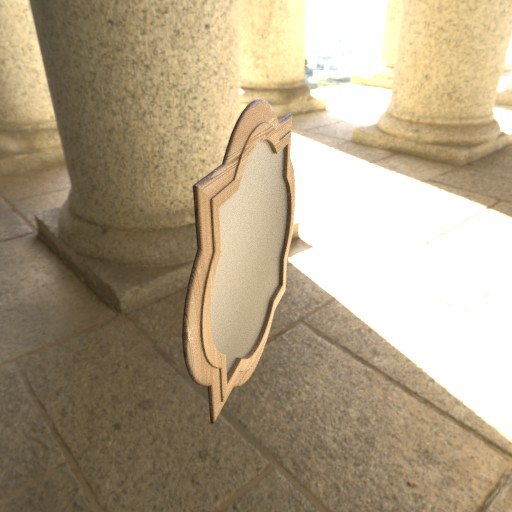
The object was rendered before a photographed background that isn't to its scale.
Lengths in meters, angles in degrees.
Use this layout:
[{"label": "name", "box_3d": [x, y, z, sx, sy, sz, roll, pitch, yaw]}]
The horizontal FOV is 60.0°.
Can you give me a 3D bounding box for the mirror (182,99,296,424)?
[{"label": "mirror", "box_3d": [0.000, 0.000, 1.048, 0.019, 0.686, 0.686, 10, 31, 17]}]
